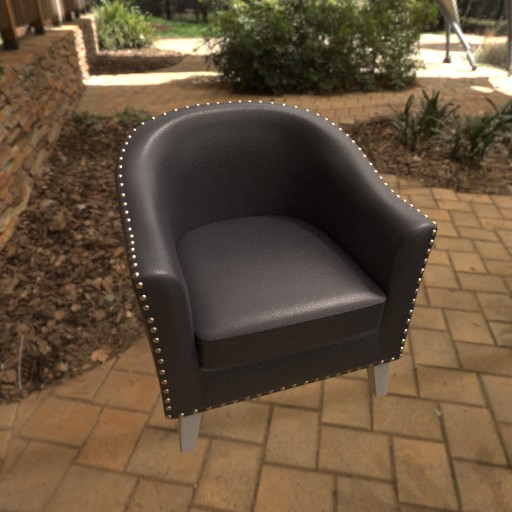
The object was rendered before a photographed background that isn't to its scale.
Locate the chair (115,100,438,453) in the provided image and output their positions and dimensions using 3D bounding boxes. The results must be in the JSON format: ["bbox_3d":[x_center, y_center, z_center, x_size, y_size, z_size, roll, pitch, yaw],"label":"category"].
[{"bbox_3d":[0.000,0.000,1.437,0.794,0.823,0.748,-10,33,-16],"label":"chair"}]
